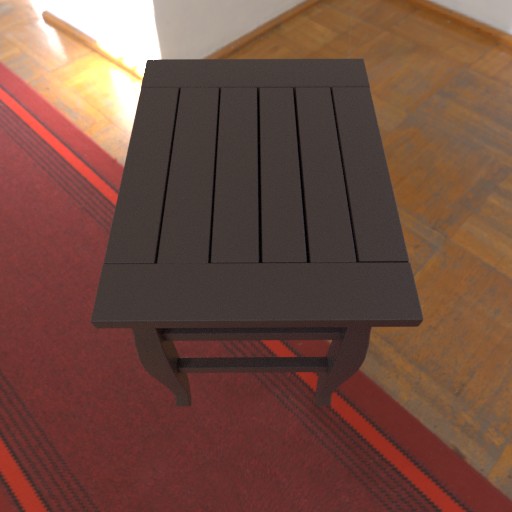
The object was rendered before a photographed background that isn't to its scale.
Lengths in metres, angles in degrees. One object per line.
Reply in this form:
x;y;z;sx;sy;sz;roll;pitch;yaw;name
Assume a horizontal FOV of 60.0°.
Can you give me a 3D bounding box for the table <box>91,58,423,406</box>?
0.000;0.000;1.026;0.460;0.605;0.602;0;57;0;table
